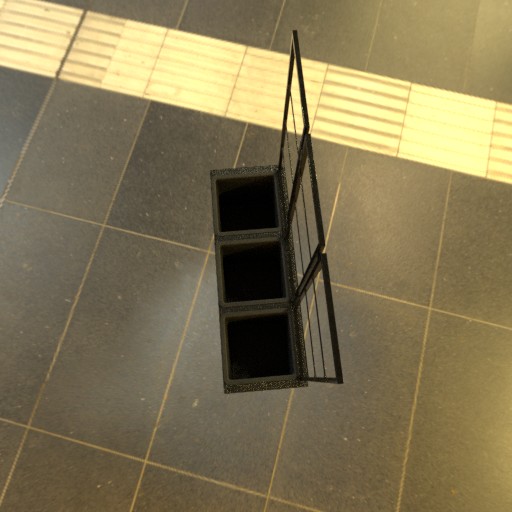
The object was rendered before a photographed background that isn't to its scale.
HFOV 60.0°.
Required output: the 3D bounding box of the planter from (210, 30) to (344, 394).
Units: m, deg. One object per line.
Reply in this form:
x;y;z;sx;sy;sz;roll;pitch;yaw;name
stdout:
0.000;0.000;1.179;0.244;0.841;0.698;-5;75;-1;planter
